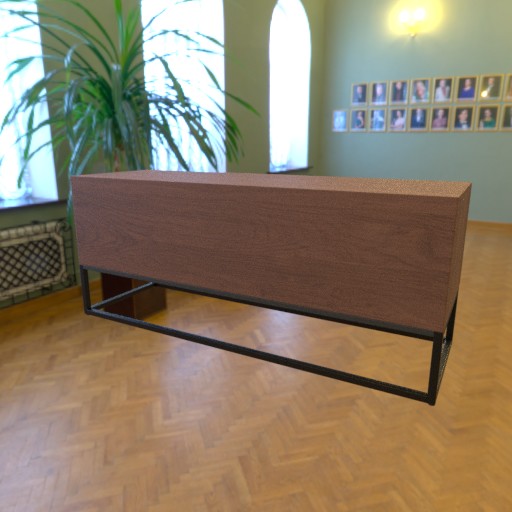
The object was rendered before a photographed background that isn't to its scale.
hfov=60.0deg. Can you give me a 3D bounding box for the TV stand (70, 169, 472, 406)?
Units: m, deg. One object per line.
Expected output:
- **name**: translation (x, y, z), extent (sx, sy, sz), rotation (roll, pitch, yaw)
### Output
- **TV stand**: translation (0.000, 0.000, 1.448), extent (1.200, 0.500, 0.415), rotation (8, 17, 28)
